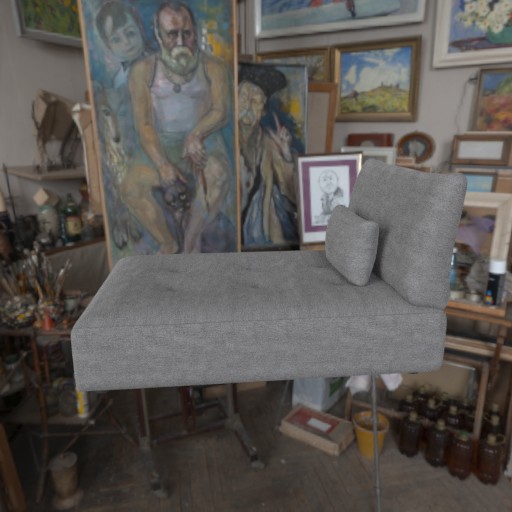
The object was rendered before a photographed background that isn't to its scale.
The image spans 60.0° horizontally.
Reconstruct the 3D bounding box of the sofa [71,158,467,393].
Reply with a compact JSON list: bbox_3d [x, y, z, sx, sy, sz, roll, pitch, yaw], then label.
[{"bbox_3d":[0.000,0.000,2.029,1.450,0.820,0.930,-2,16,-6],"label":"sofa"}]
